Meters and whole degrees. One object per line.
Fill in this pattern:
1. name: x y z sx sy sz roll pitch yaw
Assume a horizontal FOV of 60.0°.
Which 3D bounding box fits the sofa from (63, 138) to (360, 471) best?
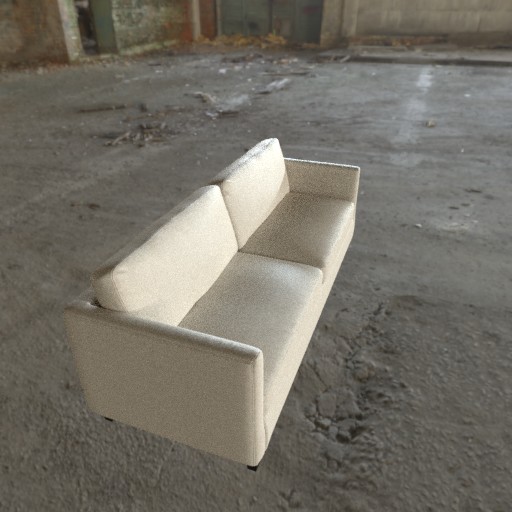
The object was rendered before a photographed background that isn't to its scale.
1. sofa: 0.000 0.000 2.899 0.948 0.965 2.434 11 32 18
